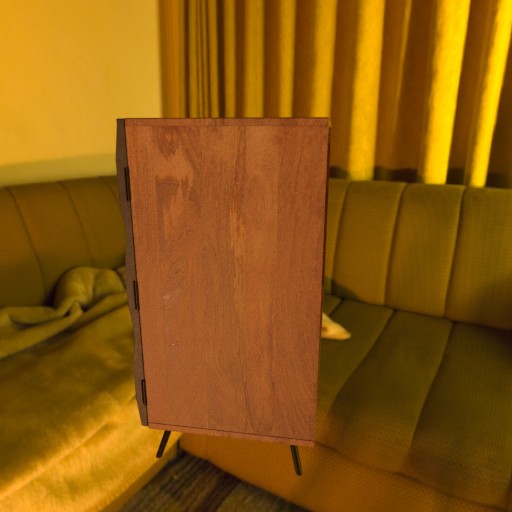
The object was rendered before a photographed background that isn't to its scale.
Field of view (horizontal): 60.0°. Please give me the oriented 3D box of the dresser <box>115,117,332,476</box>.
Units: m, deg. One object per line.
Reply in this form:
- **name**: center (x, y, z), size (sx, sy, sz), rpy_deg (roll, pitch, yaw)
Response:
- **dresser**: center (0.000, 0.000, 1.457), size (0.446, 0.847, 0.967), rpy_deg (3, 16, 9)
